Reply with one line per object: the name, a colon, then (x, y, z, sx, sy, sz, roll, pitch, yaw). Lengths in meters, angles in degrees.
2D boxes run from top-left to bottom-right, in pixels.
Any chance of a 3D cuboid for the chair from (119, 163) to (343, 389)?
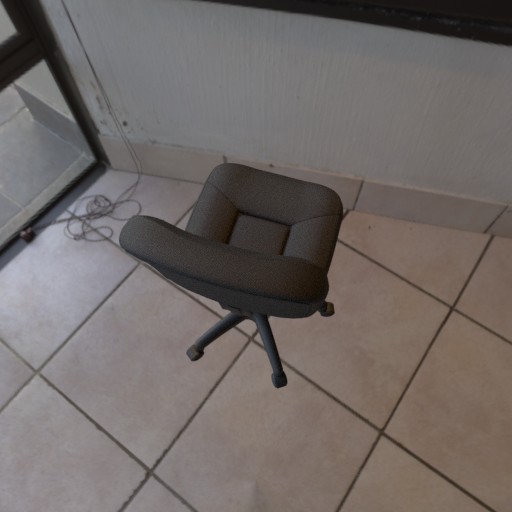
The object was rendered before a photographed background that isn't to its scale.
chair: (0.000, 0.000, 1.358, 0.610, 0.972, 0.610, 16, 64, 8)
